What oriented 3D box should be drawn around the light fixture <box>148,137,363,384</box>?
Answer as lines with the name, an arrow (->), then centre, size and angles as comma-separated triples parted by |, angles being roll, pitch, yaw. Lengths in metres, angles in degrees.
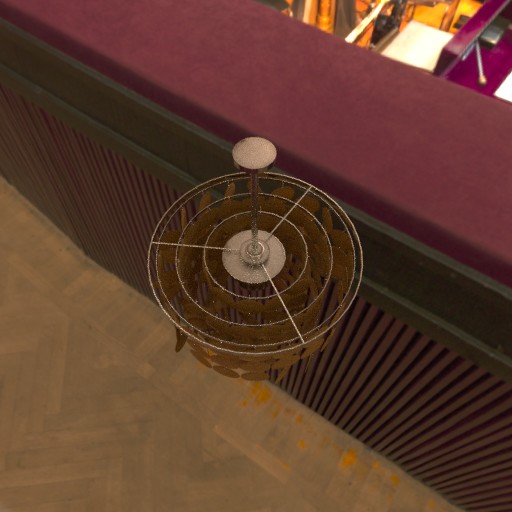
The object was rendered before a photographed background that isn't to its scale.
light fixture -> 0.000, 0.000, 0.753 | 0.368, 0.492, 0.368 | 0, 58, 0
